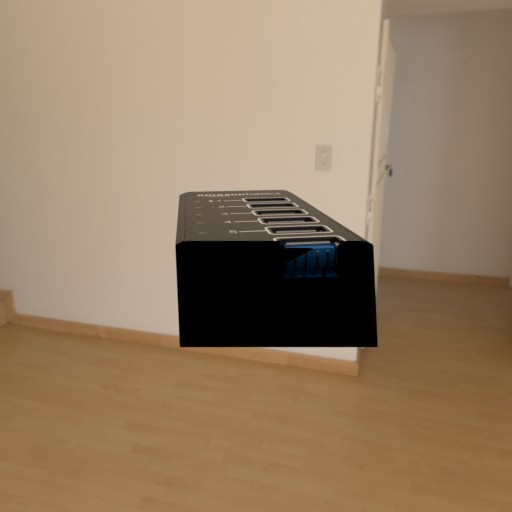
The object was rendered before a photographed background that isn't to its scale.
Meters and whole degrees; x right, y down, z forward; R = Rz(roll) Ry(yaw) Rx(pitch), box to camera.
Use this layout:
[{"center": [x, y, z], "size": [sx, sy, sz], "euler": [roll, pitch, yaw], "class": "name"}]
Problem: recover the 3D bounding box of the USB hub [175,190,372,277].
[{"center": [0.000, 0.000, 0.129], "size": [0.044, 0.023, 0.110], "euler": [-2, 17, -8], "class": "USB hub"}]
